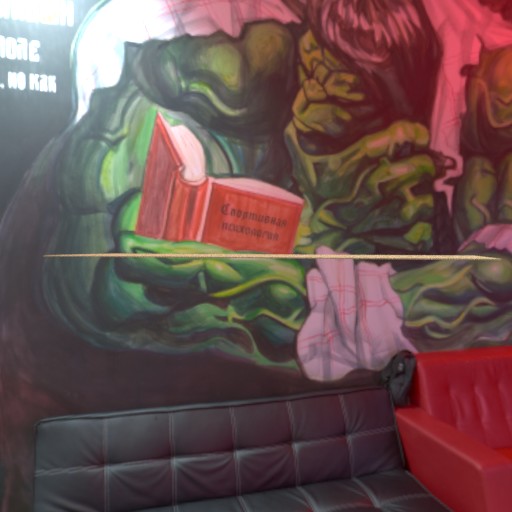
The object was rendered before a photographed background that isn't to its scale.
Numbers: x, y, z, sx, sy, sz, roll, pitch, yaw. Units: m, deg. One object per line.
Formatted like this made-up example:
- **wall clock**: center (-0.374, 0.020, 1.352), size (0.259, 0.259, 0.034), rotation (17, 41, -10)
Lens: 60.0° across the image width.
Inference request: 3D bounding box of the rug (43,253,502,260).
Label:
- **rug**: center (0.000, 0.000, 2.606), size (2.437, 0.006, 0.686), rotation (0, 1, 17)
